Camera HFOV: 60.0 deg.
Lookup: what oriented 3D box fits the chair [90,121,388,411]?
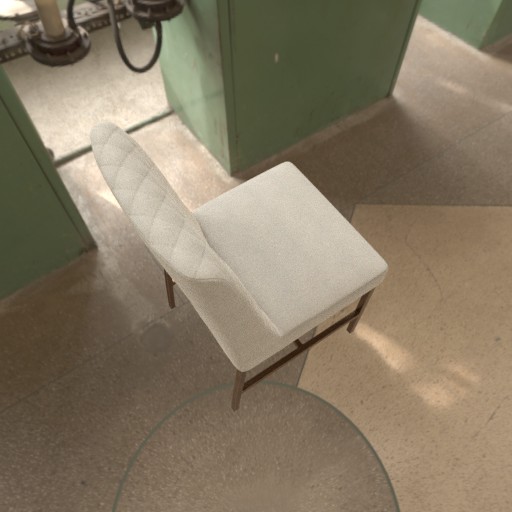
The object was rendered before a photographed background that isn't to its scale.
[{"bbox_3d":[0.000,0.000,1.280,0.597,0.933,0.503,-29,63,-17],"label":"chair"}]
